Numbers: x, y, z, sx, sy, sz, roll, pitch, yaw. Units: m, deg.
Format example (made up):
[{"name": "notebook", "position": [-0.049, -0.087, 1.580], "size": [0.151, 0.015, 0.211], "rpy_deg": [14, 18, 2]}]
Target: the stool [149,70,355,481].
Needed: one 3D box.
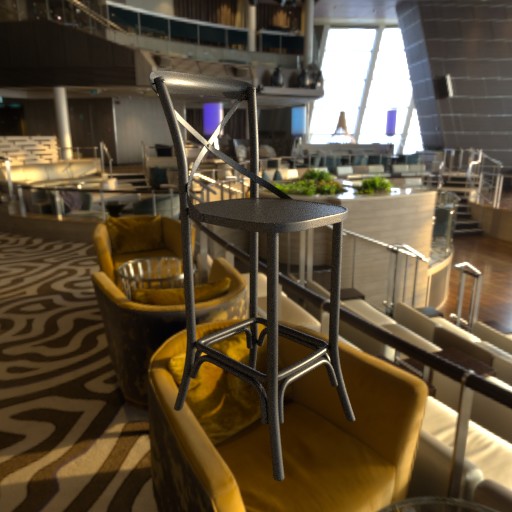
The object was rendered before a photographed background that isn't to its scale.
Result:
[{"name": "stool", "position": [0.000, 0.000, 1.465], "size": [0.584, 1.168, 0.457], "rpy_deg": [14, 21, 42]}]
